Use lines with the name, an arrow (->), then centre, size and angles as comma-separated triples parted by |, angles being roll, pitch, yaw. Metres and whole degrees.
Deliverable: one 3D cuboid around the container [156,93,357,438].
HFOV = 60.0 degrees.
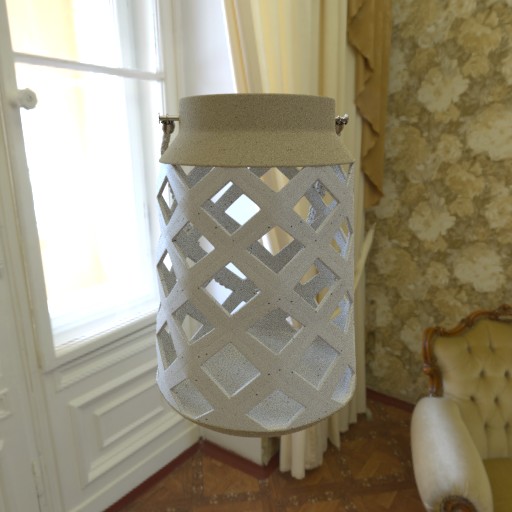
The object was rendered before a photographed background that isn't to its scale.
container -> 0.000, 0.000, 0.345 | 0.163, 0.229, 0.172 | -3, 16, -9
